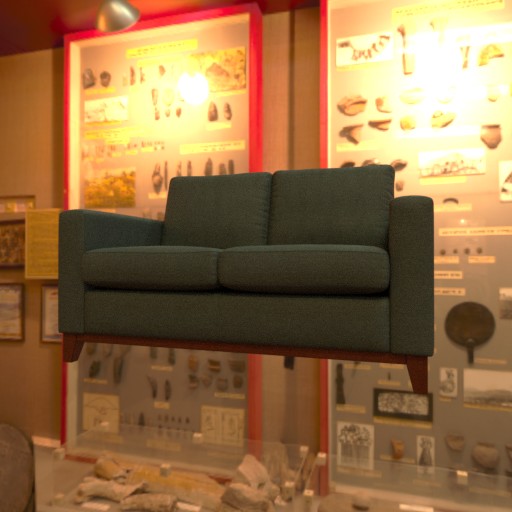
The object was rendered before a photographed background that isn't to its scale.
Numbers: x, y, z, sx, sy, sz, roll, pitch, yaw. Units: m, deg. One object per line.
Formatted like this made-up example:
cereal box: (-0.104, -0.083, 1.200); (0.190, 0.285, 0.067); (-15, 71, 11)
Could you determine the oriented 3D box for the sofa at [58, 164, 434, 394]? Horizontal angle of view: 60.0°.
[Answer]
sofa: (0.000, 0.000, 2.065); (1.489, 0.903, 0.955); (0, 0, 18)
